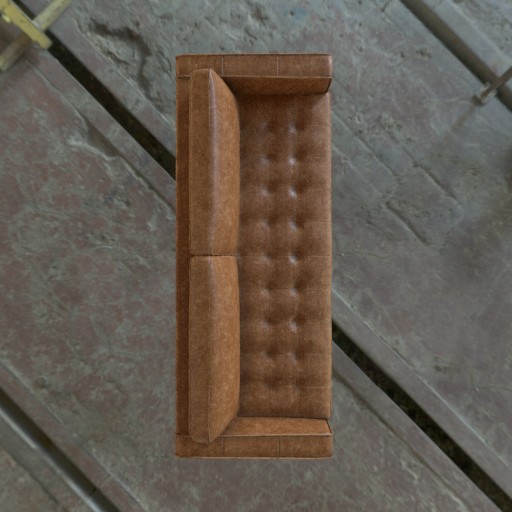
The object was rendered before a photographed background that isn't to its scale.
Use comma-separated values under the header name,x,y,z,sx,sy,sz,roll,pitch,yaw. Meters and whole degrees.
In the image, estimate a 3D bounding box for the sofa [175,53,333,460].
name,x,y,z,sx,sy,sz,roll,pitch,yaw
sofa,0.000,0.000,2.563,0.886,0.779,2.199,0,90,0
